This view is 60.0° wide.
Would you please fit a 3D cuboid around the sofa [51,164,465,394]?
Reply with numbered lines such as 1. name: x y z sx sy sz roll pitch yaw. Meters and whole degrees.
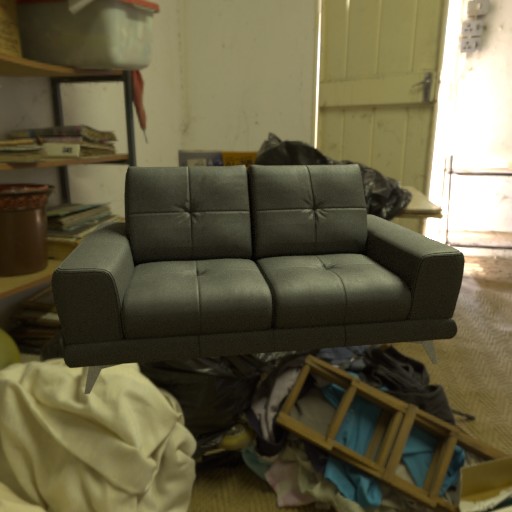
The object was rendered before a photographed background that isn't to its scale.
1. sofa: 0.000 0.000 2.336 1.806 0.907 1.018 -2 15 -9
